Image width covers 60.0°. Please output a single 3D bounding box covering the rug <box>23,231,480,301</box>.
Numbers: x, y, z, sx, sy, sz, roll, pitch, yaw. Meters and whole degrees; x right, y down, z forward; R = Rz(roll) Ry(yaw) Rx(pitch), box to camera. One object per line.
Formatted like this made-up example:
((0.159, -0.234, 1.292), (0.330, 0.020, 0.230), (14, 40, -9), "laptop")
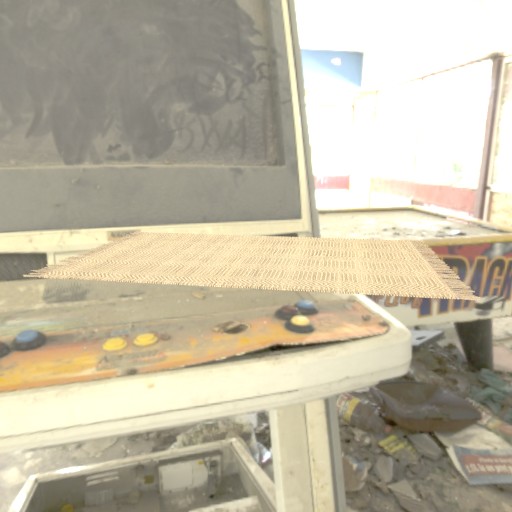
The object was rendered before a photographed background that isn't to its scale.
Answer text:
((0.000, 0.000, 2.484), (2.021, 0.027, 1.224), (2, 13, 10), "rug")
